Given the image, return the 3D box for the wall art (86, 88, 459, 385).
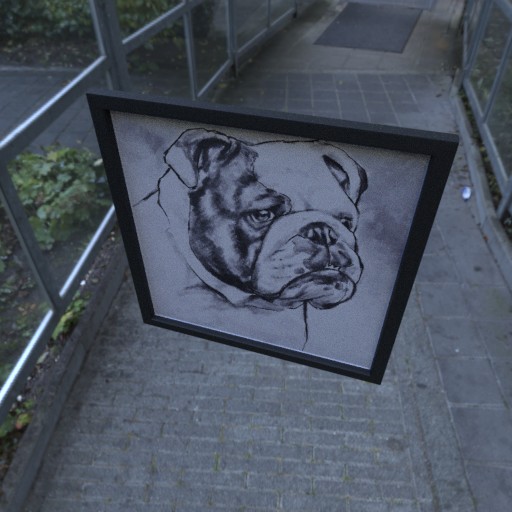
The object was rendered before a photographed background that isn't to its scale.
[{"bbox_3d":[0.000,0.000,0.674,0.456,0.453,0.022,12,42,13],"label":"wall art"}]
